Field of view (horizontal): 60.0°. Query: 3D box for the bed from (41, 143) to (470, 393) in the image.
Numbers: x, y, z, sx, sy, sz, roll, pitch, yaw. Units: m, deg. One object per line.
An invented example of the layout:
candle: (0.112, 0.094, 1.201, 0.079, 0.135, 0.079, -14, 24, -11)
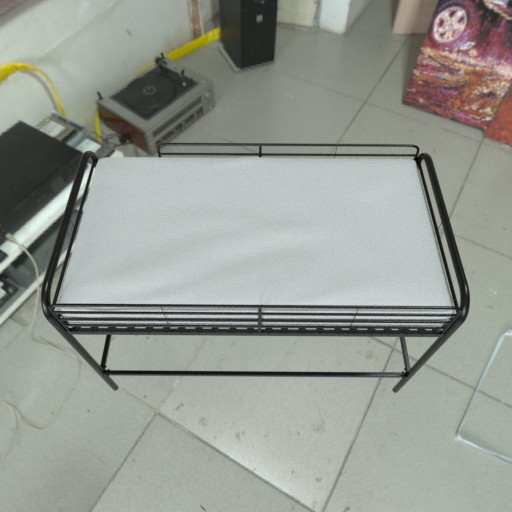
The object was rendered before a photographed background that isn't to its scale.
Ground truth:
bed: (0.000, 0.000, 2.876, 1.968, 1.289, 1.393, 0, 57, 0)
